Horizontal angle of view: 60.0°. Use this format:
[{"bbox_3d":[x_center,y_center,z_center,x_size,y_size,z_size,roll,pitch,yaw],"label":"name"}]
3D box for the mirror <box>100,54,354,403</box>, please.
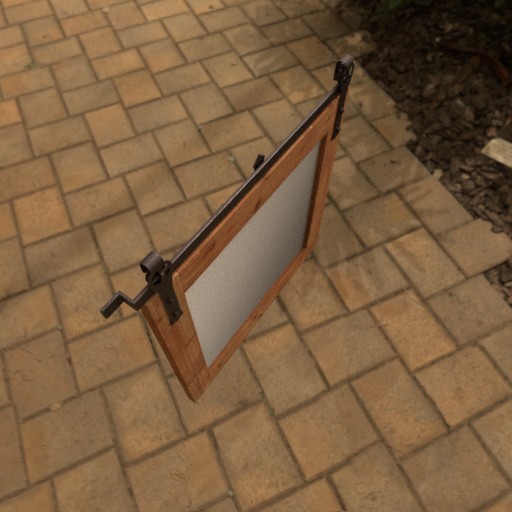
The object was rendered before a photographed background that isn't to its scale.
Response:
[{"bbox_3d":[0.000,0.000,1.176,0.054,0.800,0.805,31,64,18],"label":"mirror"}]
